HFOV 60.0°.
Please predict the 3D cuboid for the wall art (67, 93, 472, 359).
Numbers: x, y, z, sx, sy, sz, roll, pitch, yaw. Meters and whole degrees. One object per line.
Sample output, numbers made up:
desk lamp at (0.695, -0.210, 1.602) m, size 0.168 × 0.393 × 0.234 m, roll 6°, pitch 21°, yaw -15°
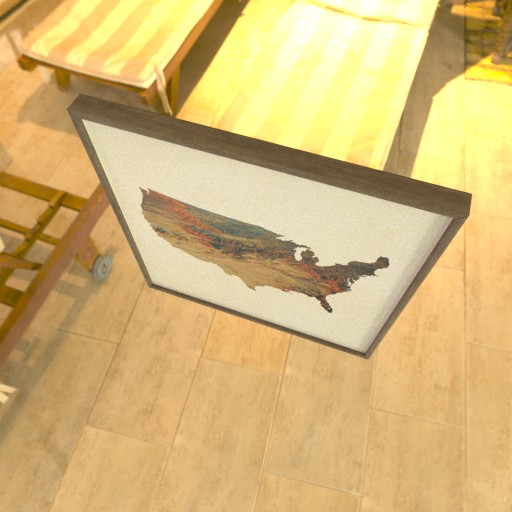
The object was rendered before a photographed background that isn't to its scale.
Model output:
wall art at (0.000, 0.000, 1.113) m, size 0.749 × 0.751 × 0.050 m, roll 17°, pitch 61°, yaw 10°
